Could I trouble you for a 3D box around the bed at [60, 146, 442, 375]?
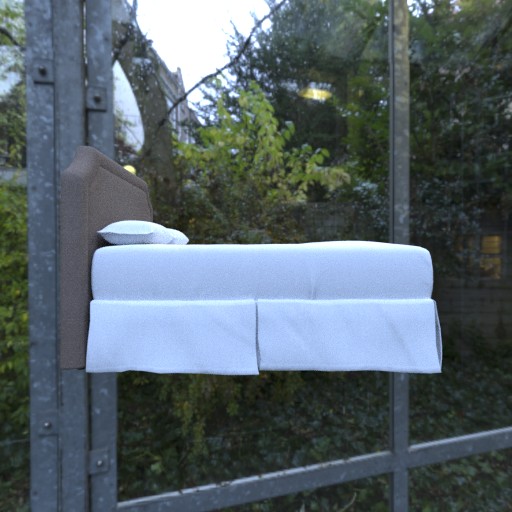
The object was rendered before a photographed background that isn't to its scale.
[{"bbox_3d":[0.000,0.000,3.209,2.116,1.290,1.693,0,0,0],"label":"bed"}]
